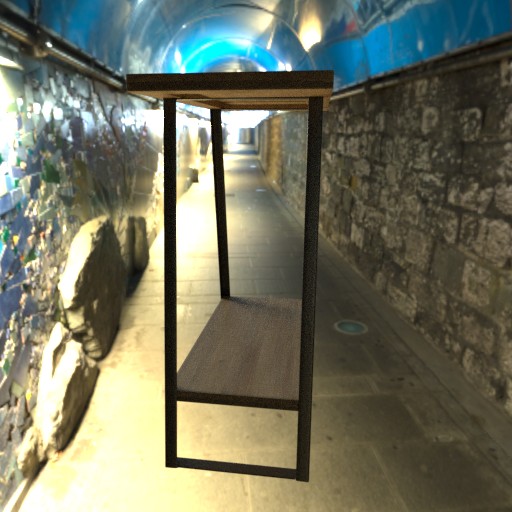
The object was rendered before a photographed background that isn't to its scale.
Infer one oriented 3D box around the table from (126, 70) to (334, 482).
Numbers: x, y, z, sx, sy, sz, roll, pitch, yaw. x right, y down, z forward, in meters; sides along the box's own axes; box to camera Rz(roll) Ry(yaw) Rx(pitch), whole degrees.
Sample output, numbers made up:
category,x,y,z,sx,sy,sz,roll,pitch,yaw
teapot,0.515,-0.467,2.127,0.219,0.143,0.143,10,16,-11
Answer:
category,x,y,z,sx,sy,sz,roll,pitch,yaw
table,0.000,0.000,1.002,0.300,0.701,0.599,2,16,8
